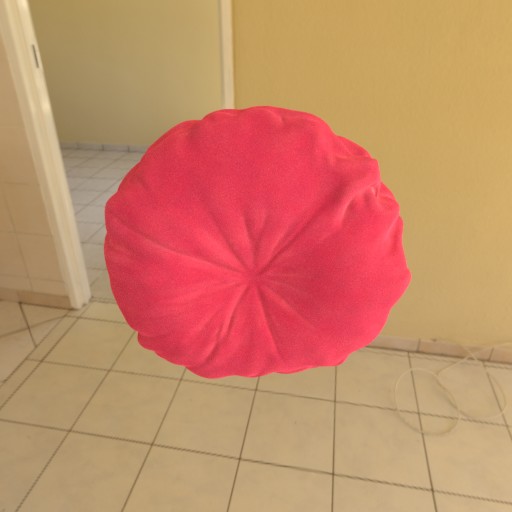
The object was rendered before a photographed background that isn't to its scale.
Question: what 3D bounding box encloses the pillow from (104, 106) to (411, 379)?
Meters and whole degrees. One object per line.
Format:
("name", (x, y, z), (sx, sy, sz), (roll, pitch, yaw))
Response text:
("pillow", (0.000, 0.000, 0.632), (0.428, 0.407, 0.148), (0, 29, 0))
